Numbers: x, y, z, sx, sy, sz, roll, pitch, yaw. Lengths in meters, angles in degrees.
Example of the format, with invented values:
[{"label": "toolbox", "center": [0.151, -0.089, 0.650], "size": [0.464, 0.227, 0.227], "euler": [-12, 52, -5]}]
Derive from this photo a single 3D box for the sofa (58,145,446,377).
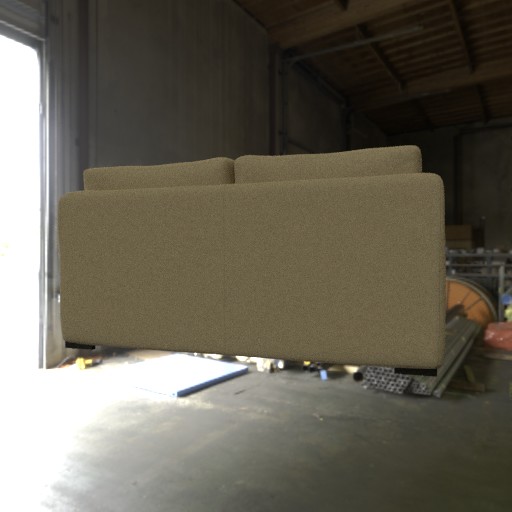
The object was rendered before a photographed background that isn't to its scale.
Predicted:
[{"label": "sofa", "center": [0.000, 0.000, 2.466], "size": [1.885, 0.967, 0.962], "euler": [0, 0, 18]}]
